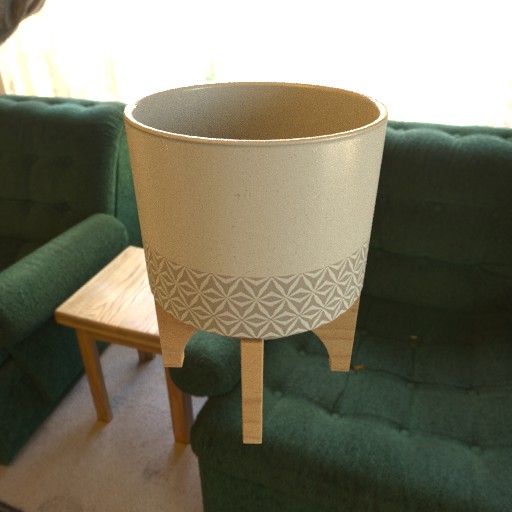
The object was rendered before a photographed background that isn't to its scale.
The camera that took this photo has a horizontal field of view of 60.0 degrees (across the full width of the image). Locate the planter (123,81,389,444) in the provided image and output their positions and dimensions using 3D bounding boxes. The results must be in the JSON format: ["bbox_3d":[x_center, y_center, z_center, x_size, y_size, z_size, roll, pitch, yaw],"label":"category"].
[{"bbox_3d":[0.000,0.000,0.516,0.249,0.343,0.249,0,31,0],"label":"planter"}]
